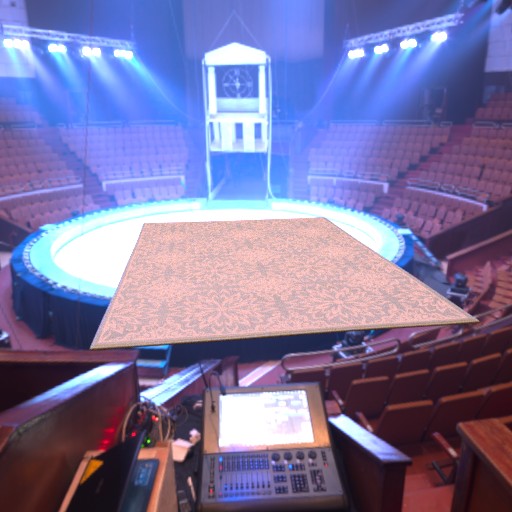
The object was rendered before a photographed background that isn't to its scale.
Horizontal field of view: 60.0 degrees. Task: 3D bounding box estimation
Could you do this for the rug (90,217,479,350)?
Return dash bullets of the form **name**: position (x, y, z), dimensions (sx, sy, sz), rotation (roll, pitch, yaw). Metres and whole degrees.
- **rug**: position (0.000, 0.000, 2.807), dimensions (1.589, 0.014, 2.205), rotation (-3, 17, -8)
